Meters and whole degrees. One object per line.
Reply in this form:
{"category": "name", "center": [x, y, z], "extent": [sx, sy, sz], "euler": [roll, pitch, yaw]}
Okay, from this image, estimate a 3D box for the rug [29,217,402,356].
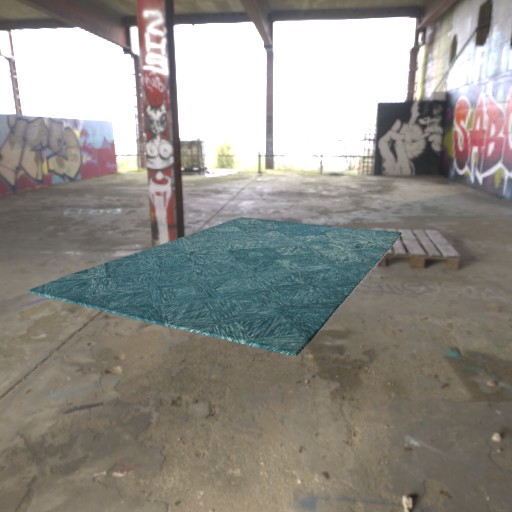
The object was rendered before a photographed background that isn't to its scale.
{"category": "rug", "center": [0.000, 0.000, 2.213], "extent": [1.136, 0.017, 1.728], "euler": [8, 17, 26]}
